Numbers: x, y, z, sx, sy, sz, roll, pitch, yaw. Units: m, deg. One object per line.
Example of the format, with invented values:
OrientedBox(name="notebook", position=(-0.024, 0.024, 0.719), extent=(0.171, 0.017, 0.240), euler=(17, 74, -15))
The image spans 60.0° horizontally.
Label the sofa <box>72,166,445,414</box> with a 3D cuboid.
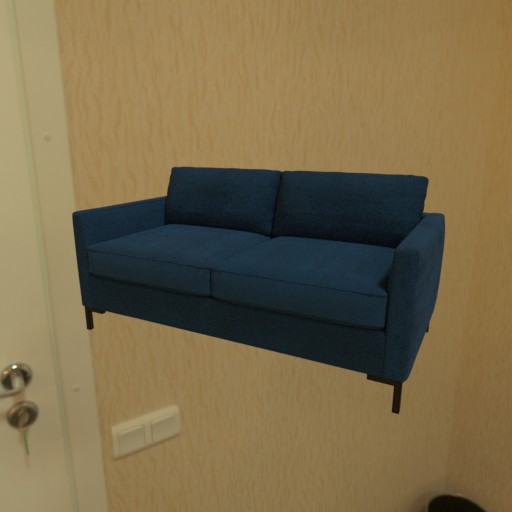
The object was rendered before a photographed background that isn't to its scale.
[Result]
OrientedBox(name="sofa", position=(0.000, 0.000, 2.229), extent=(1.676, 0.817, 0.875), euler=(8, 17, 27))
